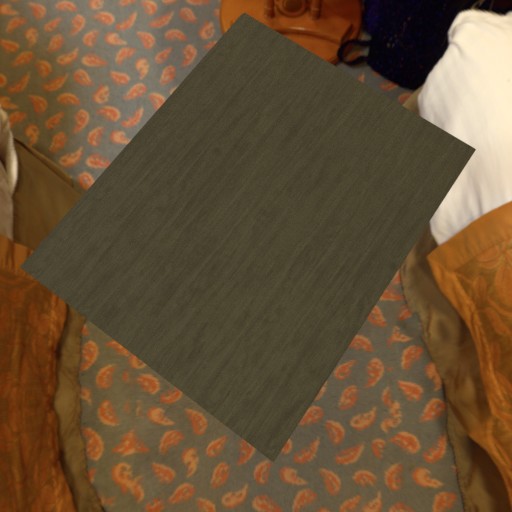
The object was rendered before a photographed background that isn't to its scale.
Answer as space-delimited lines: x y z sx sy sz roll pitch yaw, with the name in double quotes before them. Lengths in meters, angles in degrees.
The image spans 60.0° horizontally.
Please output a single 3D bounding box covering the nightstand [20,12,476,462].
"nightstand" 0.000 0.000 0.730 0.347 0.448 0.427 35 78 9
